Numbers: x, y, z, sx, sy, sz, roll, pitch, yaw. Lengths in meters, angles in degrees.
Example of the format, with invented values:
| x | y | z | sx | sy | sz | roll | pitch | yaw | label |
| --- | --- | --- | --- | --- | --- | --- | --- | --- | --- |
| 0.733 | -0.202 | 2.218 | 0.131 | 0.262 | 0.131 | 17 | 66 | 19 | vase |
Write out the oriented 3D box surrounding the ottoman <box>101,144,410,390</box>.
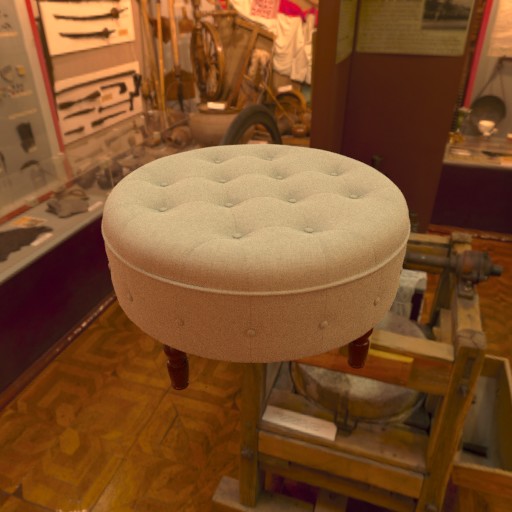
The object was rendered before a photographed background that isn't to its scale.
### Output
| x | y | z | sx | sy | sz | roll | pitch | yaw | label |
| --- | --- | --- | --- | --- | --- | --- | --- | --- | --- |
| 0.000 | 0.000 | 1.355 | 0.849 | 0.478 | 0.849 | 0 | 31 | 0 | ottoman |
